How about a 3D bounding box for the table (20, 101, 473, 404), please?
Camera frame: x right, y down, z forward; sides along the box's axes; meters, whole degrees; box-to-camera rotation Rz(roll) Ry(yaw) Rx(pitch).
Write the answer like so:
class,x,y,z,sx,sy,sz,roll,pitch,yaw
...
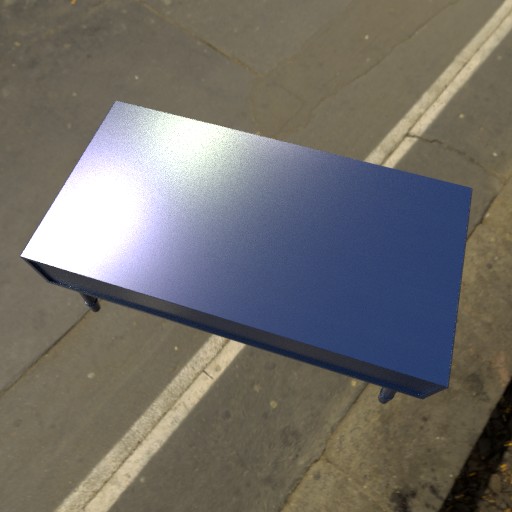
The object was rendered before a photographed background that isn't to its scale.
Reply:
class,x,y,z,sx,sy,sz,roll,pitch,yaw
table,0.000,0.000,1.362,1.067,0.457,0.572,16,65,8
